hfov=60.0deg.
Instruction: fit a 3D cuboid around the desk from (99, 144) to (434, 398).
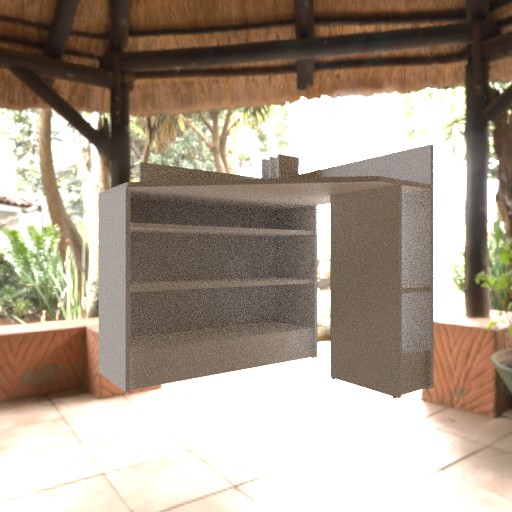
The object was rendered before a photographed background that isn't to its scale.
[{"bbox_3d":[0.000,0.000,1.742,0.940,0.986,0.940,0,0,-36],"label":"desk"}]
